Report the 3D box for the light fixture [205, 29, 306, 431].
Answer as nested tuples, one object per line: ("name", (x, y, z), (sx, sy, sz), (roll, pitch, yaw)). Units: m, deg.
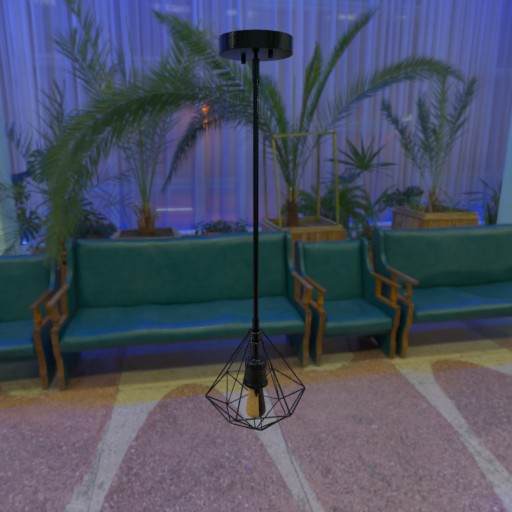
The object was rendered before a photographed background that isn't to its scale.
("light fixture", (0.000, 0.000, 1.962), (0.487, 1.764, 0.431), (-2, 15, -9))
